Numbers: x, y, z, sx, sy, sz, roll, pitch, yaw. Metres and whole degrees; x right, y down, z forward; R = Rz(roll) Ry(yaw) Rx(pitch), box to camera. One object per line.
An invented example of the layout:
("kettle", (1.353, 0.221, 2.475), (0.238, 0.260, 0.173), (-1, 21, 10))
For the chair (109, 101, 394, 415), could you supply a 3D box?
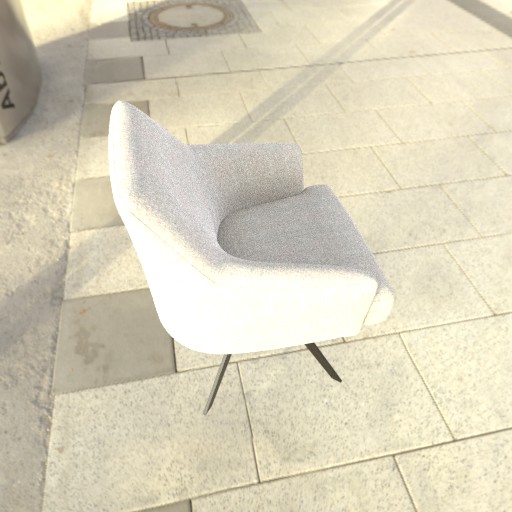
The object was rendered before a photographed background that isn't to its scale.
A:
("chair", (0.000, 0.000, 1.333), (0.677, 0.874, 0.642), (-10, 47, -10))
